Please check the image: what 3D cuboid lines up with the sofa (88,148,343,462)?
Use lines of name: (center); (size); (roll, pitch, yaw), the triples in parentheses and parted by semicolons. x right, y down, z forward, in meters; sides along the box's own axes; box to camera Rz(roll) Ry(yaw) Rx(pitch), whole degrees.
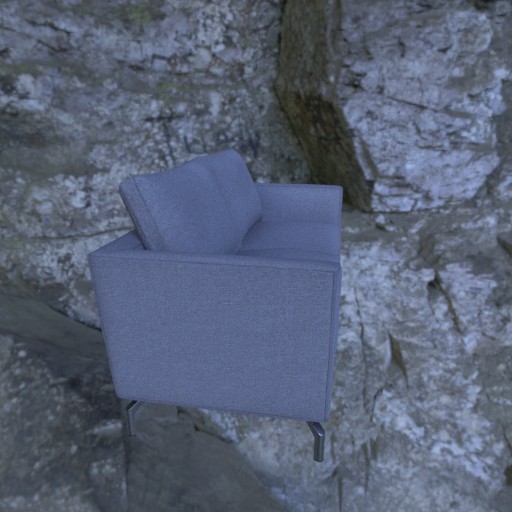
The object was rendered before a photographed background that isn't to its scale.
sofa: (0.000, 0.000, 2.130); (0.803, 0.924, 1.594); (3, 18, 10)
